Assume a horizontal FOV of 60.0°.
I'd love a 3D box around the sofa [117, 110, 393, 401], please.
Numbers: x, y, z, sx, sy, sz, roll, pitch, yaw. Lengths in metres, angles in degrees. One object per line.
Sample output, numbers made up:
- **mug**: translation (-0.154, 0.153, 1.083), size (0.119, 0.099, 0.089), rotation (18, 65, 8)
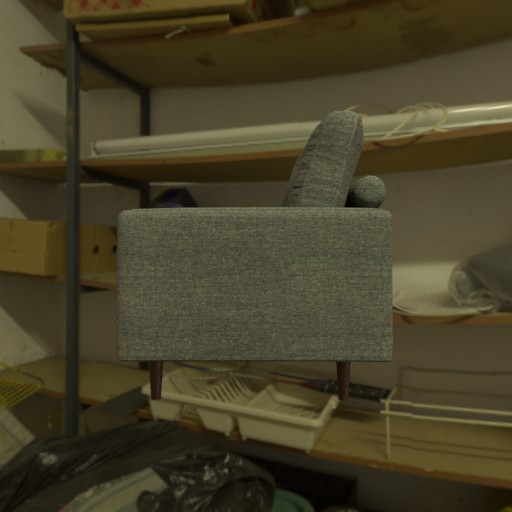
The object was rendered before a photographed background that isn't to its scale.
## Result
- **sofa**: translation (0.000, 0.000, 1.940), size (0.842, 0.907, 1.407), rotation (0, 0, 1)
